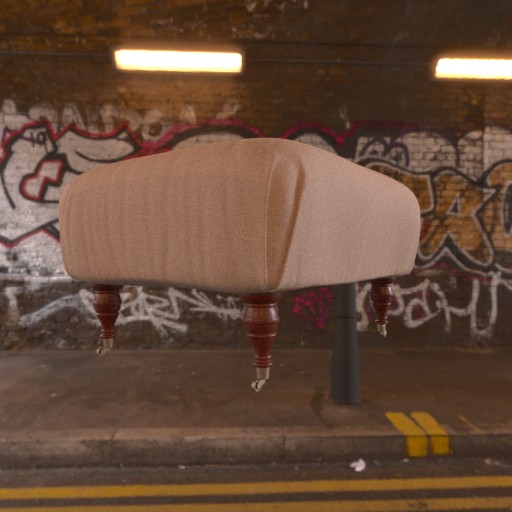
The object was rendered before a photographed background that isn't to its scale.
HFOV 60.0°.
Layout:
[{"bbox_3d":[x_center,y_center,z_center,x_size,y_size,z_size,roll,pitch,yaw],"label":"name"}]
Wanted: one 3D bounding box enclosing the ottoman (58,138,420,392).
[{"bbox_3d":[0.000,0.000,1.111,0.639,0.450,0.746,0,0,36],"label":"ottoman"}]
